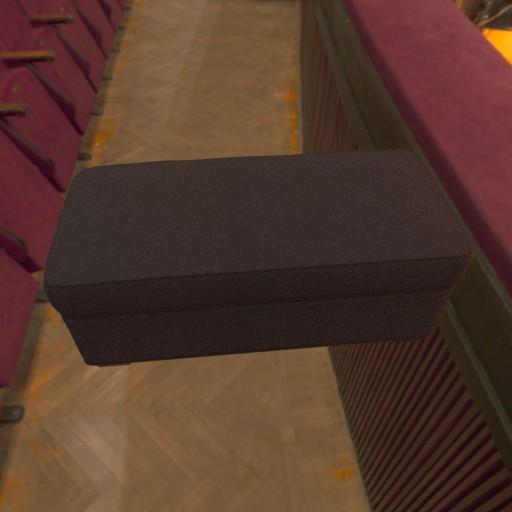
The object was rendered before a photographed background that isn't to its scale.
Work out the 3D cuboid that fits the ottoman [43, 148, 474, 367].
[{"bbox_3d":[0.000,0.000,1.406,1.110,0.460,0.515,-4,46,-4],"label":"ottoman"}]
